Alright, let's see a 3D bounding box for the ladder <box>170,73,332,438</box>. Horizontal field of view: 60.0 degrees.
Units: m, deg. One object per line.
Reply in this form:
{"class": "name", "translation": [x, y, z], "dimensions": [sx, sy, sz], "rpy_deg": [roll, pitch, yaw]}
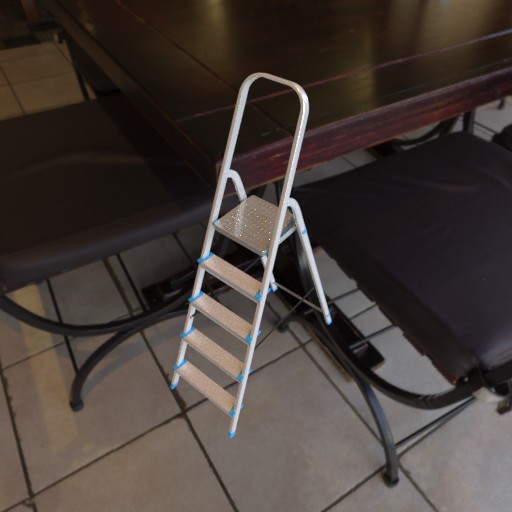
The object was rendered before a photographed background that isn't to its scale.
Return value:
{"class": "ladder", "translation": [0.000, 0.000, 2.129], "dimensions": [0.468, 1.648, 0.990], "rpy_deg": [30, 52, 27]}
